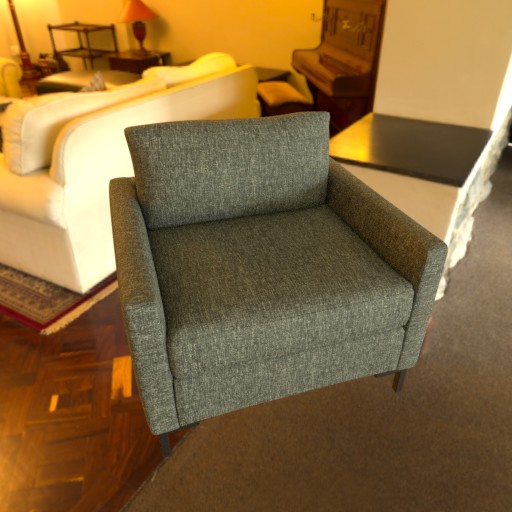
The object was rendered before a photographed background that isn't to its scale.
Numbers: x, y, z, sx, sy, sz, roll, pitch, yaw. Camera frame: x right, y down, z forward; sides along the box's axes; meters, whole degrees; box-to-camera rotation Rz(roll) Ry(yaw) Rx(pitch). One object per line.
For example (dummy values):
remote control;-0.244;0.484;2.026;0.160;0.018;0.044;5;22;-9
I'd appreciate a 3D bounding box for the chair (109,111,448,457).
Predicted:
chair;0.000;0.000;1.609;0.963;0.861;0.866;-10;34;-15
